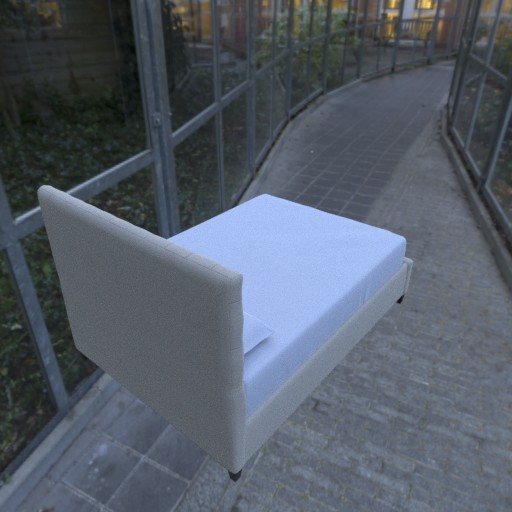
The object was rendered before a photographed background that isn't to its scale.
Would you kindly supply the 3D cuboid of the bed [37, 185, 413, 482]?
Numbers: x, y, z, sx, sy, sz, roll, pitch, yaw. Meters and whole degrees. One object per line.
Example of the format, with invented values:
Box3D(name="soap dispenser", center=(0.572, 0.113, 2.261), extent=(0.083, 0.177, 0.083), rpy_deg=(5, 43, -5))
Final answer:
Box3D(name="bed", center=(0.000, 0.000, 3.467), extent=(1.698, 1.427, 2.387), rpy_deg=(23, 37, 34))
